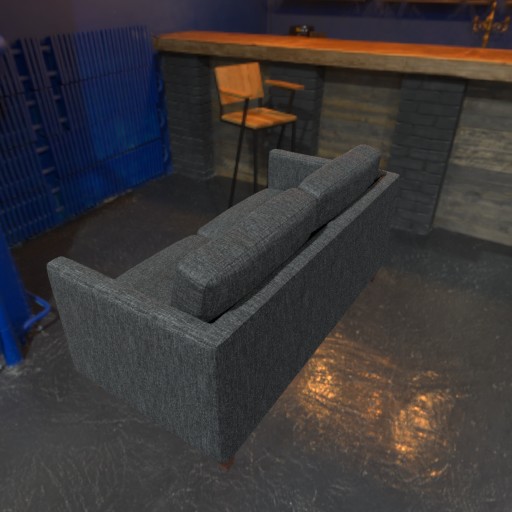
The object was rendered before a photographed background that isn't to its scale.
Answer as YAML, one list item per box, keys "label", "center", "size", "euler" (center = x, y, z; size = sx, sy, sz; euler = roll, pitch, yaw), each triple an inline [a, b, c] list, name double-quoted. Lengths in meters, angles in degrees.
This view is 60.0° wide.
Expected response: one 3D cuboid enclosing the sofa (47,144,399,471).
- label: "sofa"
  center: [0.000, 0.000, 2.446]
  size: [0.950, 0.963, 1.884]
  euler: [19, 36, 28]
